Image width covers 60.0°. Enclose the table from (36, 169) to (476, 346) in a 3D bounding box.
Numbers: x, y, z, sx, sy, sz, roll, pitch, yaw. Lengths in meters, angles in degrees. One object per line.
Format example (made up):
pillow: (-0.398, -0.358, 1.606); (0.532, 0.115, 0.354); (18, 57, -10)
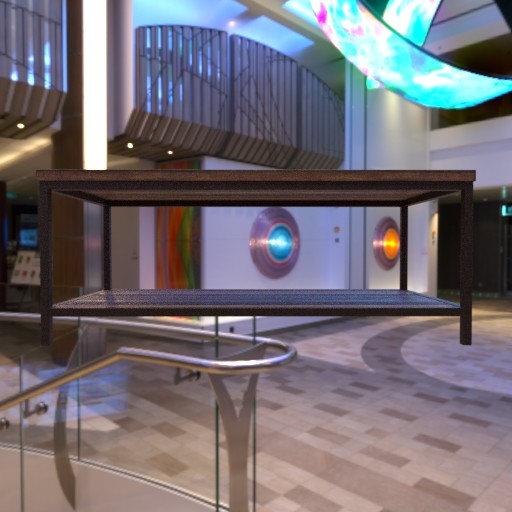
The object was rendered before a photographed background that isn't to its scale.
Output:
table: (0.000, 0.000, 1.227); (0.990, 0.399, 0.452); (0, 1, 0)
